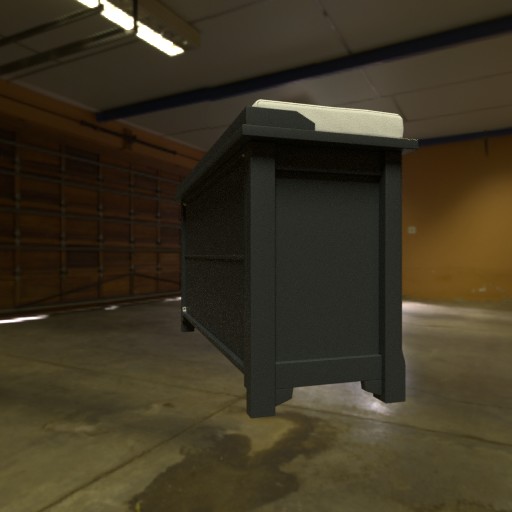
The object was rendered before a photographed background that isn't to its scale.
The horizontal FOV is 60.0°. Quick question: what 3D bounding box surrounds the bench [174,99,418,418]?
[{"bbox_3d":[0.000,0.000,1.252,0.345,0.561,0.973,0,0,-17],"label":"bench"}]
